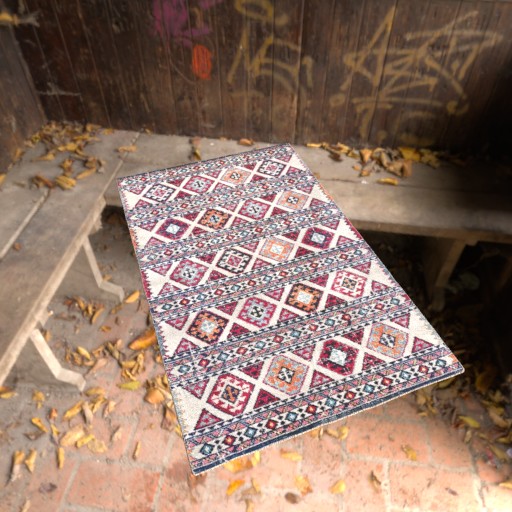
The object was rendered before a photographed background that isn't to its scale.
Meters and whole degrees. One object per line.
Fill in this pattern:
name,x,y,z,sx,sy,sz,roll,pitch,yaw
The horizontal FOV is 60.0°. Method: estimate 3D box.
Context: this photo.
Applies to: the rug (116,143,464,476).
rug,0.000,0.000,3.023,1.545,0.010,2.440,-15,48,-14
